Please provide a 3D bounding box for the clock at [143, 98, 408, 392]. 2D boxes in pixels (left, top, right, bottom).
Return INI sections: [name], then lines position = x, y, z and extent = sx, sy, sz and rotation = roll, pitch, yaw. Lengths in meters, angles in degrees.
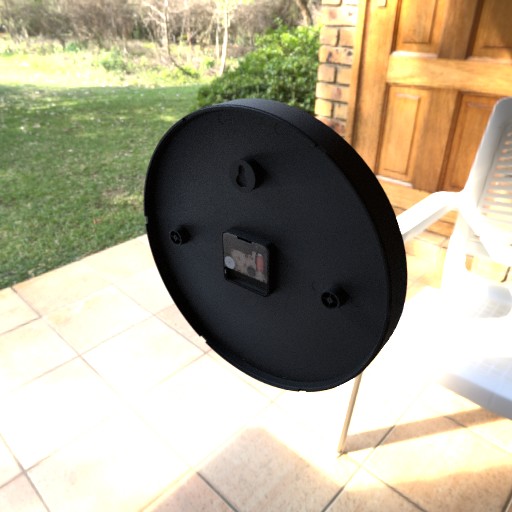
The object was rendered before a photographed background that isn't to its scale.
[clock]
position = 0.000, 0.000, 0.439
extent = 0.293, 0.293, 0.040
rotation = 21, 36, 32
